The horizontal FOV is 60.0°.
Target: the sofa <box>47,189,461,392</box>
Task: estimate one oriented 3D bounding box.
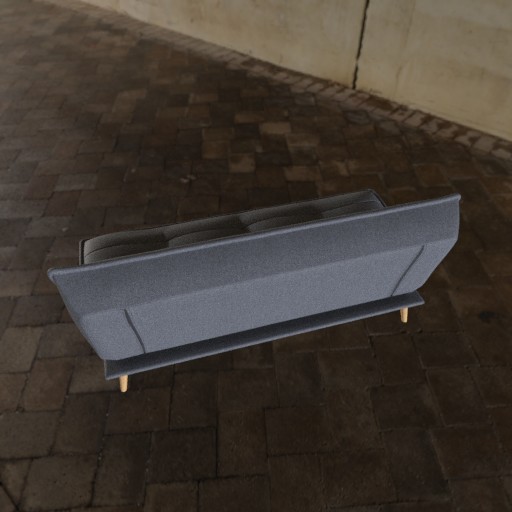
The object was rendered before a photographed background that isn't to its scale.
[{"bbox_3d":[0.000,0.000,2.495,1.940,0.890,0.950,-11,45,-12],"label":"sofa"}]
